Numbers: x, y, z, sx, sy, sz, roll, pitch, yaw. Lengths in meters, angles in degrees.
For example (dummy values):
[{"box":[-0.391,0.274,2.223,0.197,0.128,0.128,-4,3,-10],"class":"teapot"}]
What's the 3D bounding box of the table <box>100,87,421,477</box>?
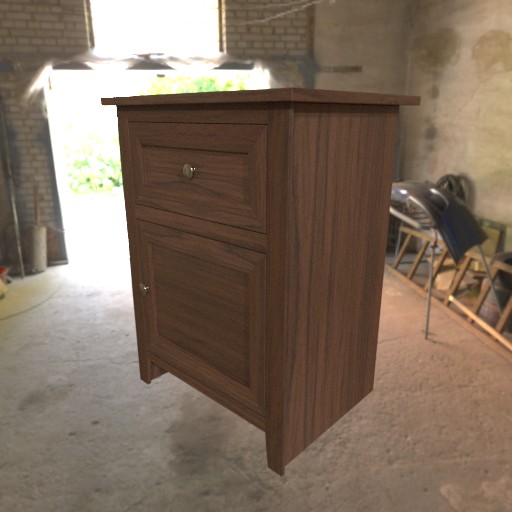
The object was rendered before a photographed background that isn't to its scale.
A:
[{"box":[0.000,0.000,0.940,0.480,0.636,0.381,16,24,41],"class":"table"}]
